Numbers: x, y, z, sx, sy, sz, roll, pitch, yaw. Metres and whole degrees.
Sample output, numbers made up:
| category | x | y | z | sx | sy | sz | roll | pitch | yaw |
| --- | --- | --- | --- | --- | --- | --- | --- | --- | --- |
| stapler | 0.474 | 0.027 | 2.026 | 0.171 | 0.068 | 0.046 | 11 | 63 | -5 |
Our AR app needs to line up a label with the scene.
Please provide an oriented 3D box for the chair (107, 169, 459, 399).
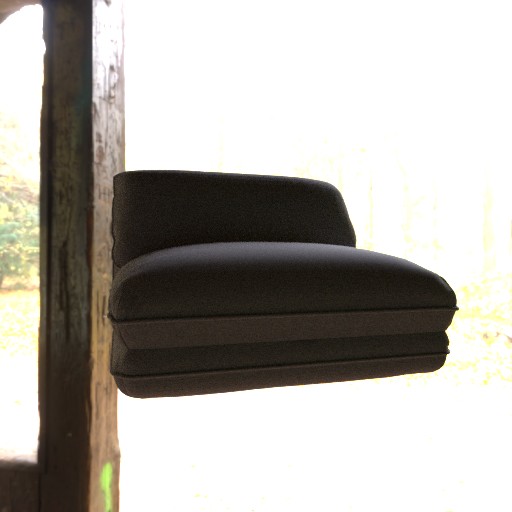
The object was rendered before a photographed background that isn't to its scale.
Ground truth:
| category | x | y | z | sx | sy | sz | roll | pitch | yaw |
| --- | --- | --- | --- | --- | --- | --- | --- | --- | --- |
| chair | 0.000 | 0.000 | 1.298 | 0.820 | 0.580 | 0.780 | 0 | 0 | -17 |
